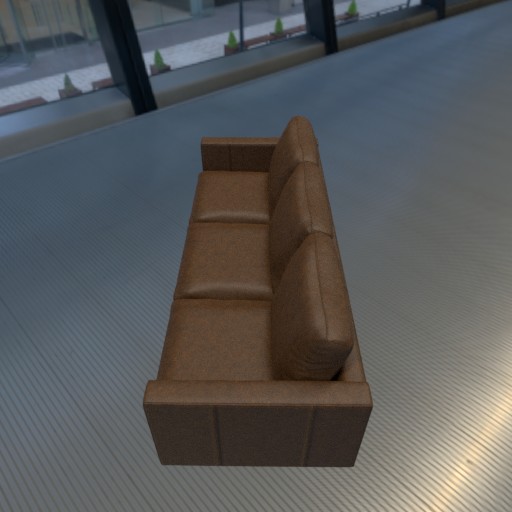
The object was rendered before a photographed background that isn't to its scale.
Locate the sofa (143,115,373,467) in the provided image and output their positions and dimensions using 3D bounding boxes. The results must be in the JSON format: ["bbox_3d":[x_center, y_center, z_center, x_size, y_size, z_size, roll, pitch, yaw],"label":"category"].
[{"bbox_3d":[0.000,0.000,2.645,0.903,0.930,2.231,0,41,0],"label":"sofa"}]
